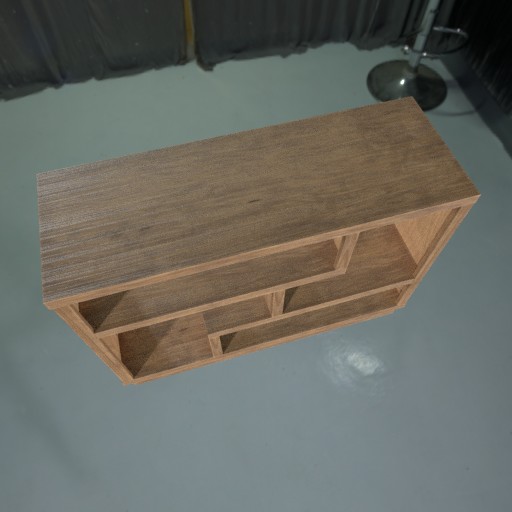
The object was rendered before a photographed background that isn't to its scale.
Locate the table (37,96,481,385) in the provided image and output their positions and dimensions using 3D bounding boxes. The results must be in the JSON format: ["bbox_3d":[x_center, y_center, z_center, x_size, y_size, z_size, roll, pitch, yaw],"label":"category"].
[{"bbox_3d":[0.000,0.000,1.544,1.151,0.771,0.410,-14,60,-8],"label":"table"}]
